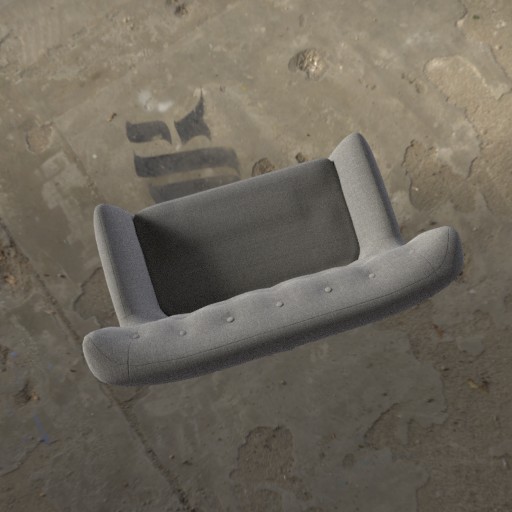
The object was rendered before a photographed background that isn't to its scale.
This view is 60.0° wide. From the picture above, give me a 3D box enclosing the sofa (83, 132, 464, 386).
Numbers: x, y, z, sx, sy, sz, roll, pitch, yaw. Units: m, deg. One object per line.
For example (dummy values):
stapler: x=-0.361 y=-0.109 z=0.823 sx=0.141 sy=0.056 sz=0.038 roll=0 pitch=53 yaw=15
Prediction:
sofa: x=0.000 y=0.000 z=2.032 sx=1.386 sy=1.028 sz=0.884 roll=-16 pitch=78 yaw=-4
